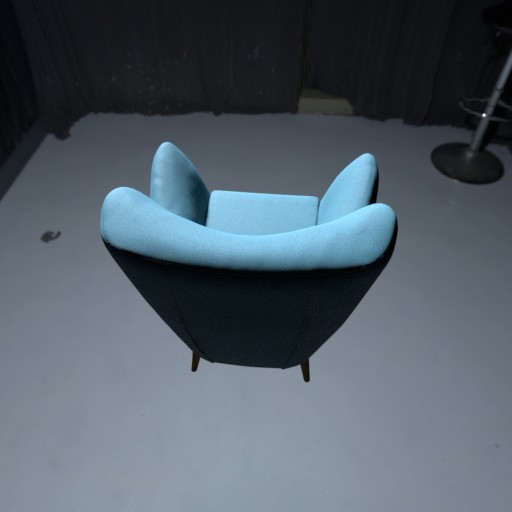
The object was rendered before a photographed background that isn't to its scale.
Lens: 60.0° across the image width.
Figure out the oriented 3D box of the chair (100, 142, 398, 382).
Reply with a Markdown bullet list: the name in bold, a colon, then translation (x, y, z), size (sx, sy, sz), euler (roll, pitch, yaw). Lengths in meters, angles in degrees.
- **chair**: translation (0.000, 0.000, 1.632), size (0.890, 0.889, 0.889), euler (4, 48, 4)
